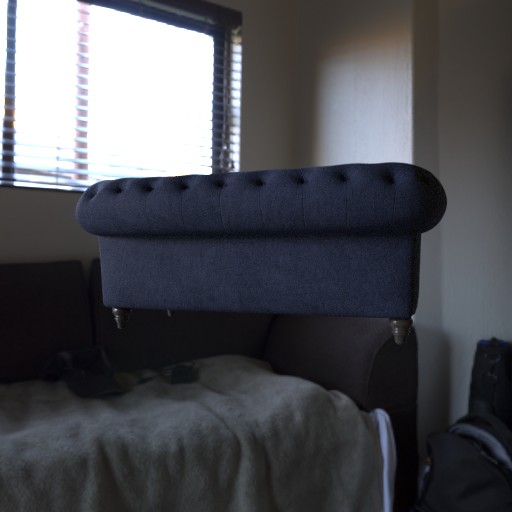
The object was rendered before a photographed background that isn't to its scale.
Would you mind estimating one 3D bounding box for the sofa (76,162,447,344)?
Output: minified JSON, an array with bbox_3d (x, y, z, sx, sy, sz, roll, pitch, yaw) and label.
[{"bbox_3d":[0.000,0.000,2.487,1.988,0.833,1.082,0,0,17],"label":"sofa"}]
